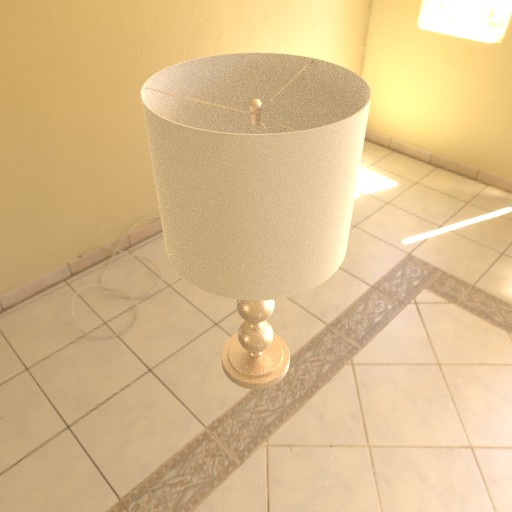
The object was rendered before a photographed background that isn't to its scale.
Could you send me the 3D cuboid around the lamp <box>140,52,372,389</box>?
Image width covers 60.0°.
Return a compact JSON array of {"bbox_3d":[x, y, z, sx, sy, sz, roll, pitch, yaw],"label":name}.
[{"bbox_3d":[0.000,0.000,0.708,0.277,0.538,0.277,25,46,27],"label":"lamp"}]
